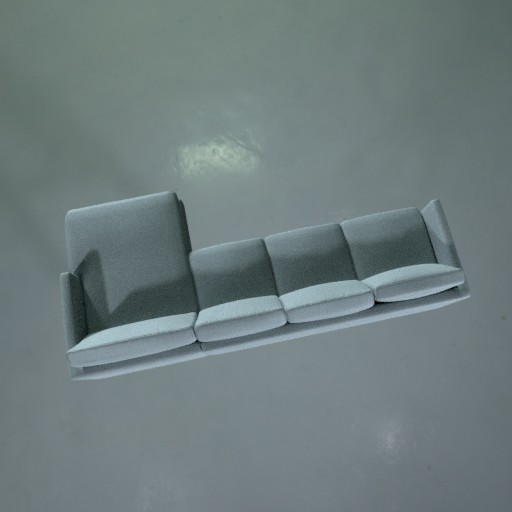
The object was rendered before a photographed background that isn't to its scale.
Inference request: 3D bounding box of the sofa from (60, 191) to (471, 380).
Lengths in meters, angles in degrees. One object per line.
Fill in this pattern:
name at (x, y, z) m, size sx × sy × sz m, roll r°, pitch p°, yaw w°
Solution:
sofa at (0.000, 0.000, 4.130) m, size 3.471 × 0.950 × 1.604 m, roll -11°, pitch 76°, yaw -3°
